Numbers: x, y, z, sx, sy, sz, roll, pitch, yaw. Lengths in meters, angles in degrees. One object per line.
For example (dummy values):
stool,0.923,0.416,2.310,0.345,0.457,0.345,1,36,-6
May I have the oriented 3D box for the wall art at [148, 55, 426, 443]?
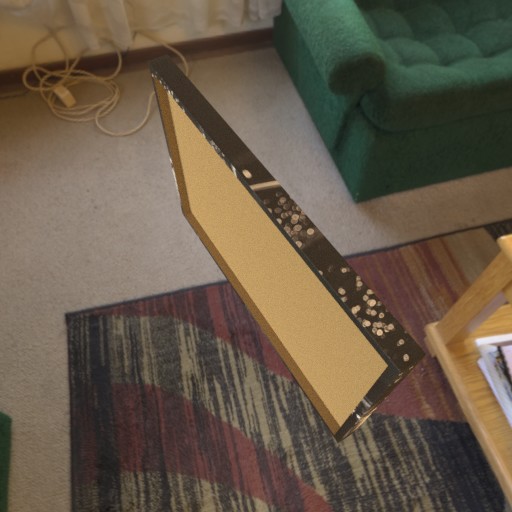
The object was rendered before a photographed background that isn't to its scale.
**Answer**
wall art,0.000,0.000,0.762,0.037,0.406,0.609,-28,62,-16
